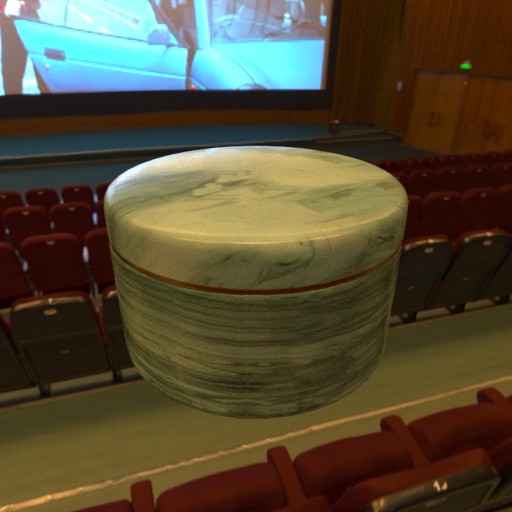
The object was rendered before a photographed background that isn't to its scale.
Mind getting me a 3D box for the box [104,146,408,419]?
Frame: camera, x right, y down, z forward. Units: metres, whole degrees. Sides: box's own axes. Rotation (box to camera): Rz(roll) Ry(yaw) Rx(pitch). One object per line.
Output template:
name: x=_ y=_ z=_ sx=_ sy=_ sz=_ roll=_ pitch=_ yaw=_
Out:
box: x=0.000 y=0.000 z=0.165 sx=0.101 sy=0.063 sz=0.101 roll=0 pitch=27 yaw=0
